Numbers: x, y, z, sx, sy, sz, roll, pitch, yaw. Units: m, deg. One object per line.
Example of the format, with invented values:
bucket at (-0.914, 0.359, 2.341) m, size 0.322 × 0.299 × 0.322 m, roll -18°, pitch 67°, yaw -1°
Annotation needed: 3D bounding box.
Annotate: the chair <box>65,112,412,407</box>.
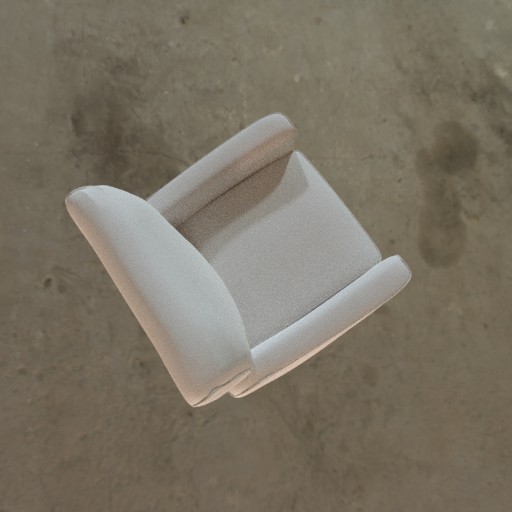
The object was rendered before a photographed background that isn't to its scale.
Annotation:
chair at (0.000, 0.000, 1.672) m, size 0.858 × 1.028 × 0.841 m, roll -34°, pitch 78°, yaw -8°
